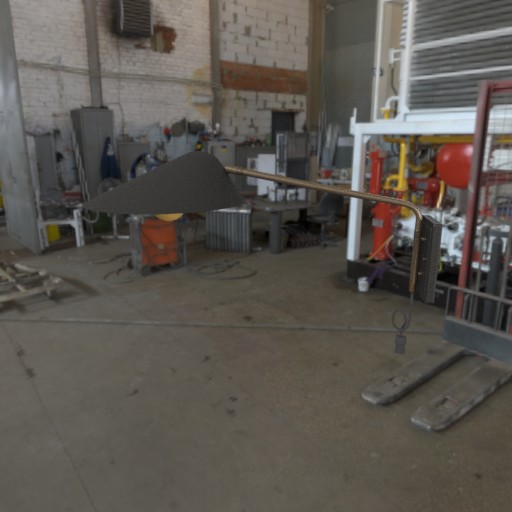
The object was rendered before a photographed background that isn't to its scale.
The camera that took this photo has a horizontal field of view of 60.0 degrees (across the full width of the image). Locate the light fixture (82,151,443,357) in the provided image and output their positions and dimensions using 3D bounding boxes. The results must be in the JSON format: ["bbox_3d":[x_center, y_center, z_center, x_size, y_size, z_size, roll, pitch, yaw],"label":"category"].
[{"bbox_3d":[0.000,0.000,0.679,0.516,0.312,0.240,2,15,7],"label":"light fixture"}]
